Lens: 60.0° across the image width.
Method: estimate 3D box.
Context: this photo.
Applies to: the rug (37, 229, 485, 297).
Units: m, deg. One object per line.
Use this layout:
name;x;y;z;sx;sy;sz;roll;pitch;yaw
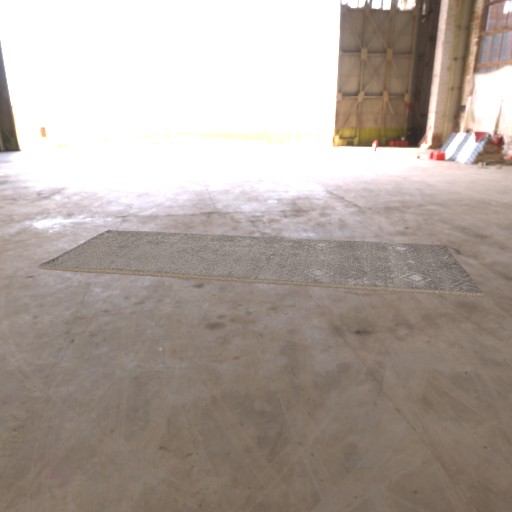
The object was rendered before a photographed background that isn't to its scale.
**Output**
rug;0.000;0.000;2.715;2.381;0.035;0.832;3;18;9
